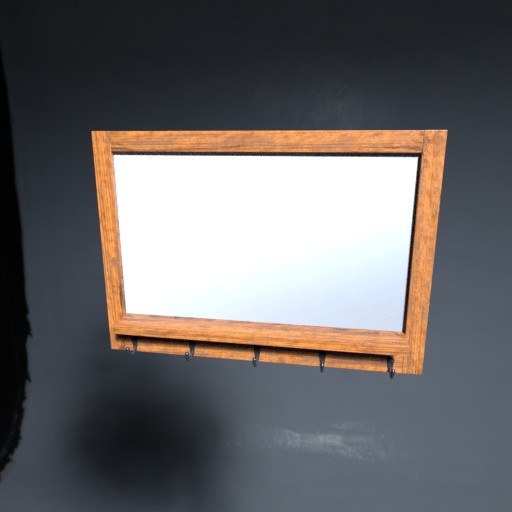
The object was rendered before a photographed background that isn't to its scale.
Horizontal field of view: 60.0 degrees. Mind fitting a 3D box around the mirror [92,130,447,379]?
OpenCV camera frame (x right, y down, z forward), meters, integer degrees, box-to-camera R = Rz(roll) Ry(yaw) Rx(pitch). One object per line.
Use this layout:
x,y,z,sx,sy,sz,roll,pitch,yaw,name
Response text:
0.000,0.000,0.984,0.758,0.537,0.084,3,15,10,mirror
